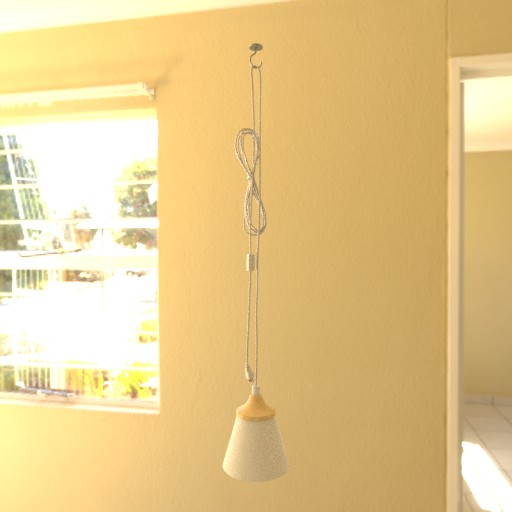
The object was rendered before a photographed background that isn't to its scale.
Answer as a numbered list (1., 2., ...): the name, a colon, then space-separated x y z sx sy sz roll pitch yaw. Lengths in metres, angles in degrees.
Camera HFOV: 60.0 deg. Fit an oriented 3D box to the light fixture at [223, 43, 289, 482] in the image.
1. light fixture: 0.000 0.000 1.023 0.153 0.966 0.153 0 0 1
